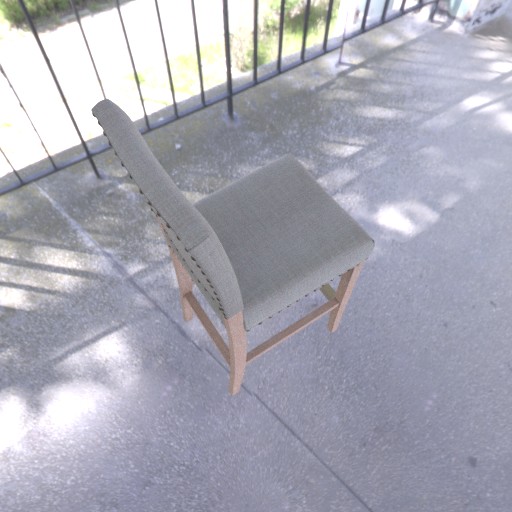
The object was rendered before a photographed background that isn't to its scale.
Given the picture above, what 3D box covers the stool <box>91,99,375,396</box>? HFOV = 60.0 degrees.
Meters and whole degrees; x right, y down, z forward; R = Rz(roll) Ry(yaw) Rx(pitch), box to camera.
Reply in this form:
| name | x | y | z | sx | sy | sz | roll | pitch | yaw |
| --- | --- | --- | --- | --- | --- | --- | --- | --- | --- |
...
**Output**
| name | x | y | z | sx | sy | sz | roll | pitch | yaw |
| --- | --- | --- | --- | --- | --- | --- | --- | --- | --- |
| stool | 0.000 | 0.000 | 1.427 | 0.585 | 1.173 | 0.445 | -30 | 64 | -17 |
